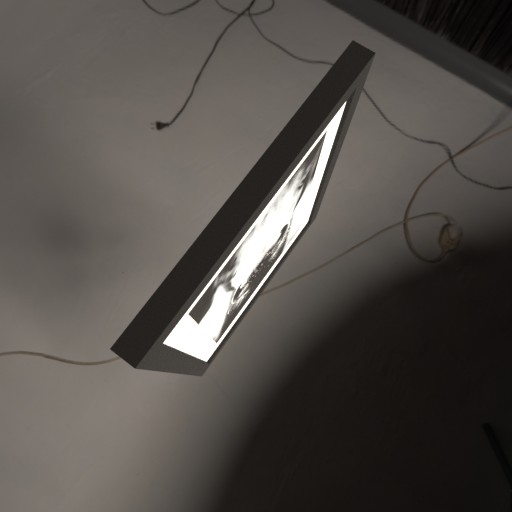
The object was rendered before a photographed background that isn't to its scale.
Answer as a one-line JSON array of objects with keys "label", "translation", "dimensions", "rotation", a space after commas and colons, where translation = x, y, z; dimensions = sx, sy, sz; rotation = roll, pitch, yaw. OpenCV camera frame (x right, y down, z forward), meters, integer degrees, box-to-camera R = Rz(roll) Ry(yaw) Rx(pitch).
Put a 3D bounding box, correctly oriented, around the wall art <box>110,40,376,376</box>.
[{"label": "wall art", "translation": [0.000, 0.000, 0.547], "dimensions": [0.024, 0.404, 0.329], "rotation": [34, 77, 9]}]
